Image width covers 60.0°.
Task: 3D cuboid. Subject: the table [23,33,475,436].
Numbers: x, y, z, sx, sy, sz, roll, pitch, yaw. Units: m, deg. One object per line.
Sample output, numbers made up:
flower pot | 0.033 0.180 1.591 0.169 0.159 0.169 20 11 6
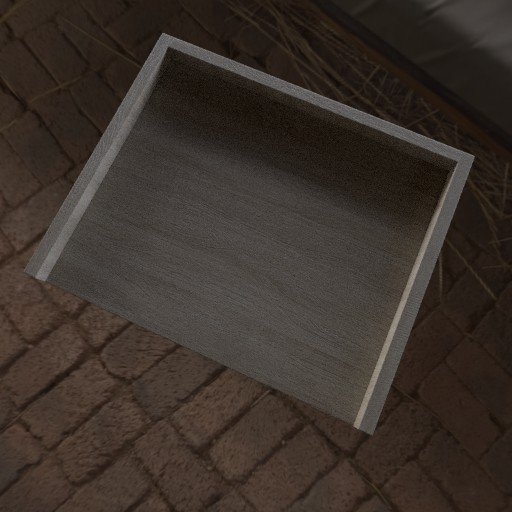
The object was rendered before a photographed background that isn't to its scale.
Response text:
table | 0.000 0.000 0.781 0.450 0.470 0.370 24 78 5
